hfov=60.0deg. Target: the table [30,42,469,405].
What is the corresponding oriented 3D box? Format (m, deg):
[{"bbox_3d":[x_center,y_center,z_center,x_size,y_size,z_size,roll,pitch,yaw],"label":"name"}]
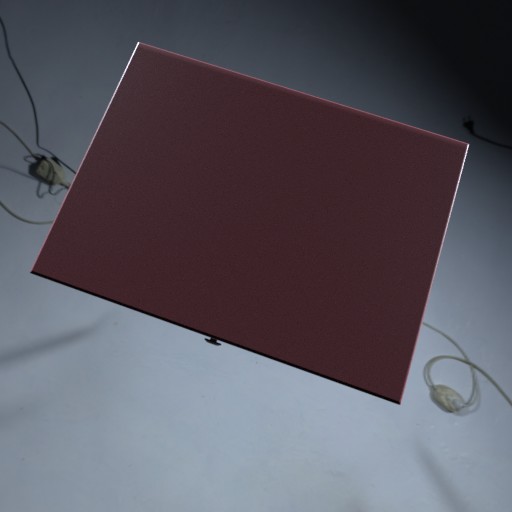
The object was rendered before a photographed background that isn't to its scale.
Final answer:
[{"bbox_3d":[0.000,0.000,1.050,0.599,0.686,0.451,19,78,4],"label":"table"}]
